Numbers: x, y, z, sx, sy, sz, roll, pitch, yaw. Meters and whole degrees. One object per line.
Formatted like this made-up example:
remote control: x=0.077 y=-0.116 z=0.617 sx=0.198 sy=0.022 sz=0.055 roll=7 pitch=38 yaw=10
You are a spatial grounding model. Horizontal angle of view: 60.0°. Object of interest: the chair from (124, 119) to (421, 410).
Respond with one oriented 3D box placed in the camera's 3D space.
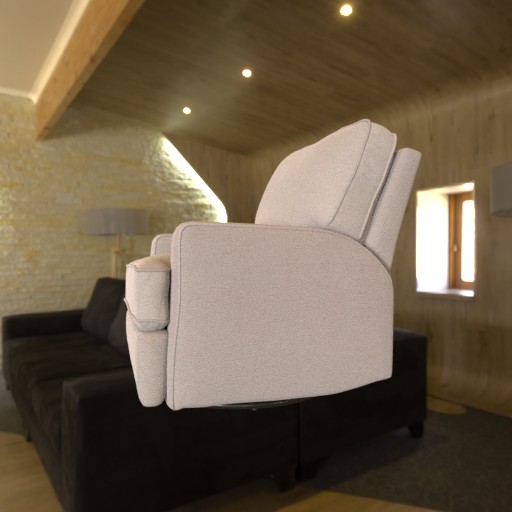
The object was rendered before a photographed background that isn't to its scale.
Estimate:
chair: x=0.000 y=0.000 z=1.726 sx=0.969 sy=0.964 sz=0.861 roll=0 pitch=0 yaw=-18
